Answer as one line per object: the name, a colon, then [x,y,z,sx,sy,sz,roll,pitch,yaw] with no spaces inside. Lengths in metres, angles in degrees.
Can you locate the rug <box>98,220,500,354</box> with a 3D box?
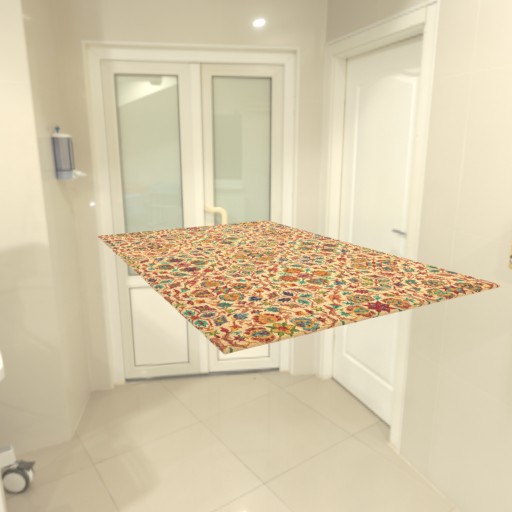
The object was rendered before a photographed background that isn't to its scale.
rug: [0.000,0.000,2.266,1.226,0.013,1.838,-8,16,-28]
